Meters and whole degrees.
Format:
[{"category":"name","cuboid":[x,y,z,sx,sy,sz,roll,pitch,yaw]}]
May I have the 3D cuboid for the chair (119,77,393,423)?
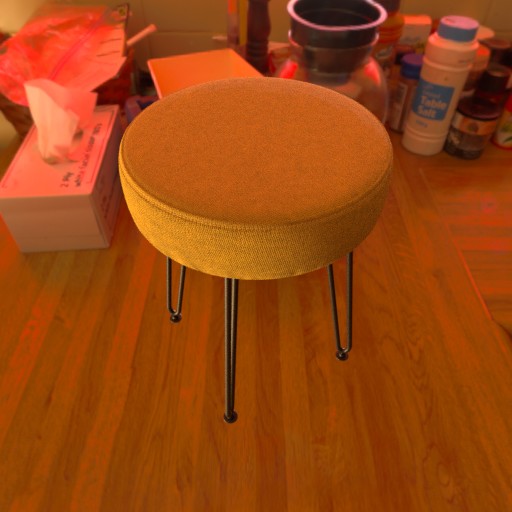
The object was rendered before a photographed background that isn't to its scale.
[{"category":"chair","cuboid":[0.000,0.000,0.709,0.345,0.455,0.345,-23,50,-20]}]
